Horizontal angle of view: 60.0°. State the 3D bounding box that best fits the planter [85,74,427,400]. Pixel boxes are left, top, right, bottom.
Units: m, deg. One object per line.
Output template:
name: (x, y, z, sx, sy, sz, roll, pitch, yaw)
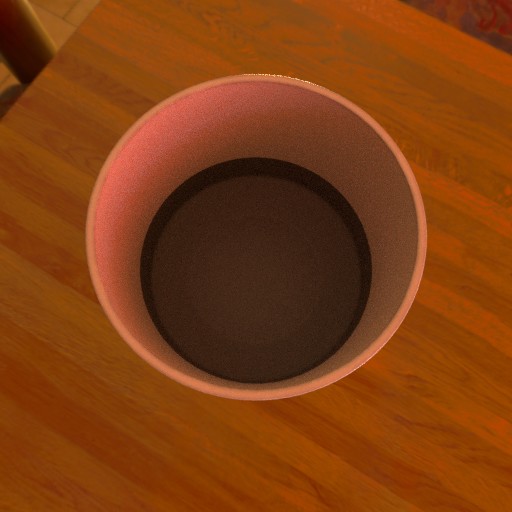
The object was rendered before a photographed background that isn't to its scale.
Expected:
planter: (0.000, 0.000, 0.218, 0.128, 0.105, 0.128, 0, 76, 0)
